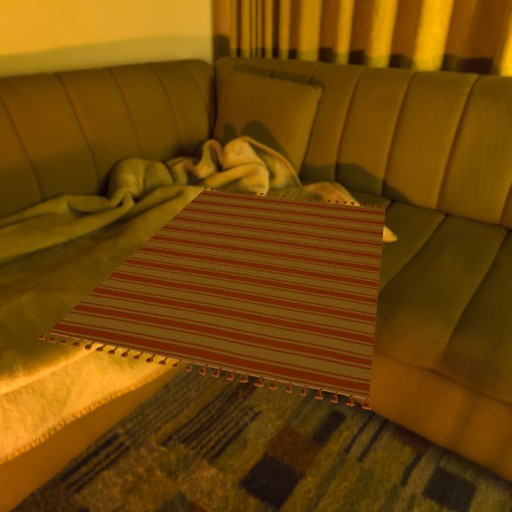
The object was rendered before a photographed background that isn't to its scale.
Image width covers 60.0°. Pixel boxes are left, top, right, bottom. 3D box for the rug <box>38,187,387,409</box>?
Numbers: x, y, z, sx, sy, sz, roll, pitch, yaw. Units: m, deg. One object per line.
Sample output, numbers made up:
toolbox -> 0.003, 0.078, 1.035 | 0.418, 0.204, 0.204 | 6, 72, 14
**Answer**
rug -> 0.000, 0.000, 4.449 | 2.451, 0.035, 3.369 | 8, 30, 14
